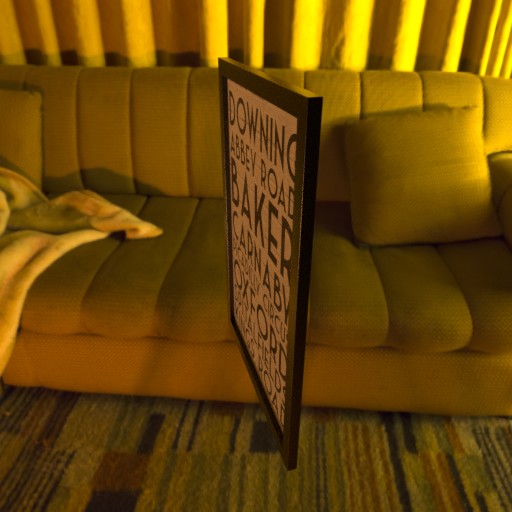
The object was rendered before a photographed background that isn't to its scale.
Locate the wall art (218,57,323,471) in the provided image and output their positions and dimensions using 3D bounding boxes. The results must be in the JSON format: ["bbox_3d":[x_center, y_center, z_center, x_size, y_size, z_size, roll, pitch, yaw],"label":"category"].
[{"bbox_3d":[0.000,0.000,0.558,0.013,0.432,0.304,-8,30,-15],"label":"wall art"}]
